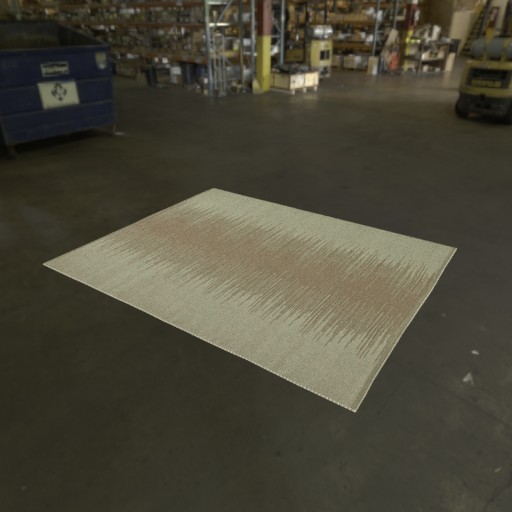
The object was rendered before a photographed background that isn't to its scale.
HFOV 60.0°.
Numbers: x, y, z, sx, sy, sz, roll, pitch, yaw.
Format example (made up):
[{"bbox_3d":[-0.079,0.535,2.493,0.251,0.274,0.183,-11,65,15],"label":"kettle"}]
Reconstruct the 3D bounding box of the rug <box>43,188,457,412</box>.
[{"bbox_3d":[0.000,0.000,4.155,3.048,0.013,2.438,18,33,30],"label":"rug"}]
